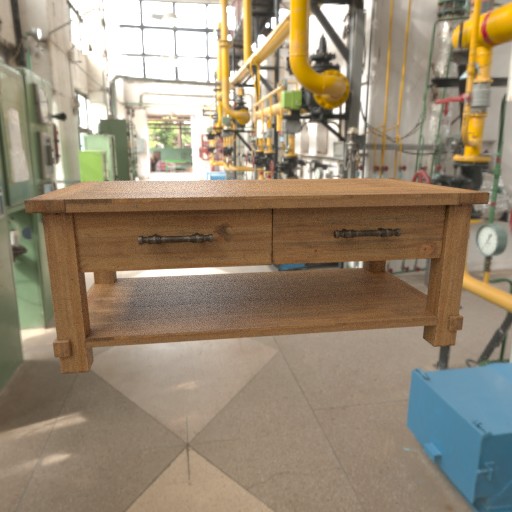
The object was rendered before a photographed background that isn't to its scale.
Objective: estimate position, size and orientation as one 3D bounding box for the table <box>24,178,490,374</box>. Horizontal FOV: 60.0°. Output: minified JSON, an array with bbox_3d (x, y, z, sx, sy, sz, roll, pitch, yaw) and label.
[{"bbox_3d":[0.000,0.000,1.575,1.270,0.494,0.693,-2,14,-9],"label":"table"}]
